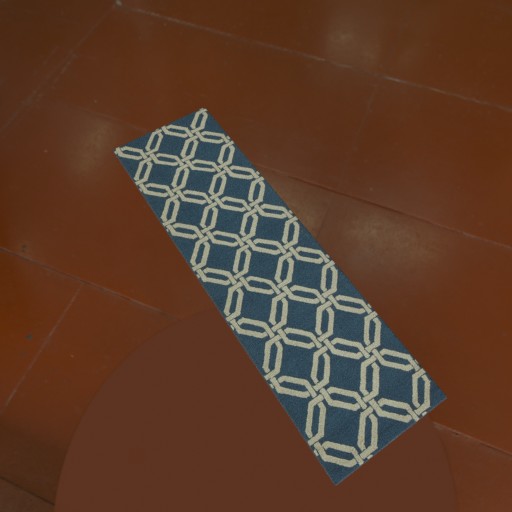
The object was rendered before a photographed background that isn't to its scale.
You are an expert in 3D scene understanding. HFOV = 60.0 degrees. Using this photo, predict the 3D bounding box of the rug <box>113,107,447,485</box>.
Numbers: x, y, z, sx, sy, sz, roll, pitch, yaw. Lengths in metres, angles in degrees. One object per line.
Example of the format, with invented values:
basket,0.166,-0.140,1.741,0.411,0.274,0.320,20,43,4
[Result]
rug,0.000,0.000,2.463,0.678,0.014,2.276,-30,66,-15
